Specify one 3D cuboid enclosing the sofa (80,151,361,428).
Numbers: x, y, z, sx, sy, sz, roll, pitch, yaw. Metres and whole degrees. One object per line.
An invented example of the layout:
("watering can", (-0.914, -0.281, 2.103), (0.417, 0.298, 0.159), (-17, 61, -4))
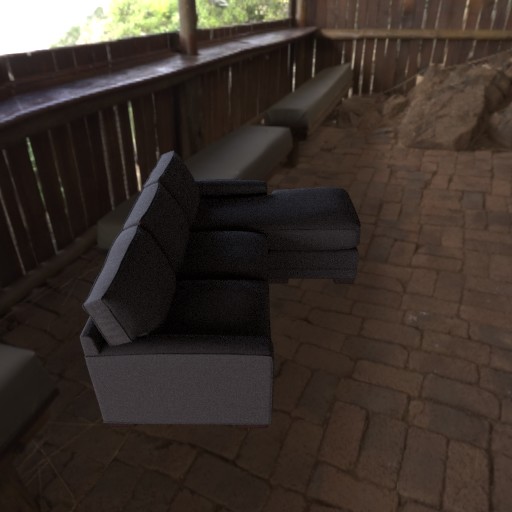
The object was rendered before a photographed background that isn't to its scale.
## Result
("sofa", (0.000, 0.000, 3.369), (1.790, 0.973, 2.370), (0, 32, 0))
